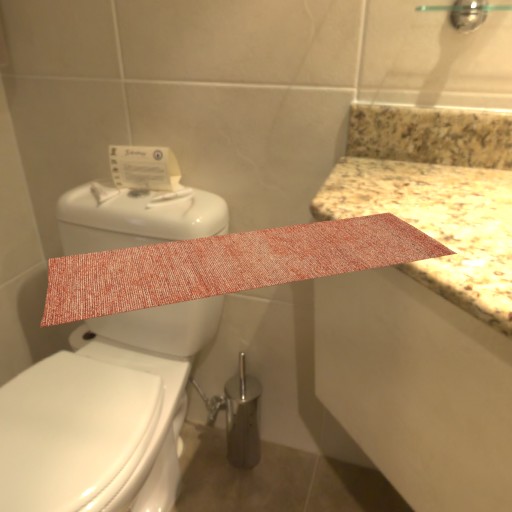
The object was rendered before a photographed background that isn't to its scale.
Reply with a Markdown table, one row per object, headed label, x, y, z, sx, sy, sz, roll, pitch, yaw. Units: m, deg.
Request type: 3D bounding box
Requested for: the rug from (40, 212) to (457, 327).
| label | x | y | z | sx | sy | sz | roll | pitch | yaw |
| --- | --- | --- | --- | --- | --- | --- | --- | --- | --- |
| rug | 0.000 | 0.000 | 2.657 | 2.353 | 0.013 | 0.718 | -9 | 28 | -17 |
